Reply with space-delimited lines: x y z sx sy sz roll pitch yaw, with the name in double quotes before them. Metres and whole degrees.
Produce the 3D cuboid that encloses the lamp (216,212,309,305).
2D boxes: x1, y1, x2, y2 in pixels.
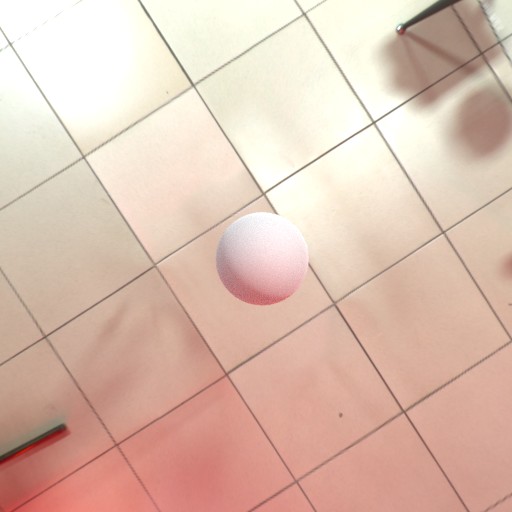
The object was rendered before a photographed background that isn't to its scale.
"lamp" 0.000 0.000 1.847 0.229 1.748 0.229 0 91 -1
